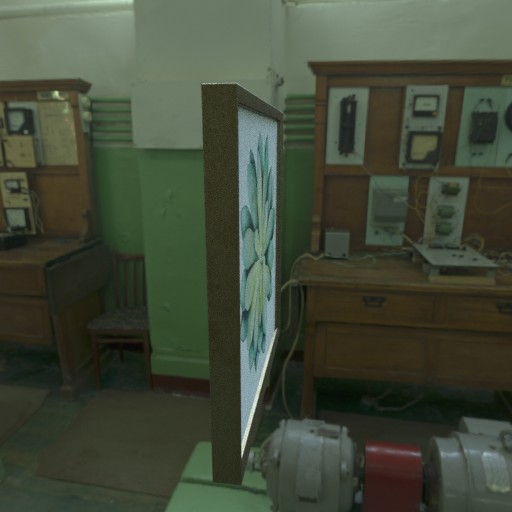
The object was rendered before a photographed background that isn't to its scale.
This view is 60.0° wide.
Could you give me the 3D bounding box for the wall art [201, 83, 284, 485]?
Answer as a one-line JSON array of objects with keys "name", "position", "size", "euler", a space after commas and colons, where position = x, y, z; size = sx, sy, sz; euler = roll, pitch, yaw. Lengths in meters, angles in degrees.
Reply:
[{"name": "wall art", "position": [0.000, 0.000, 0.774], "size": [0.040, 0.506, 0.503], "euler": [2, 15, 9]}]
